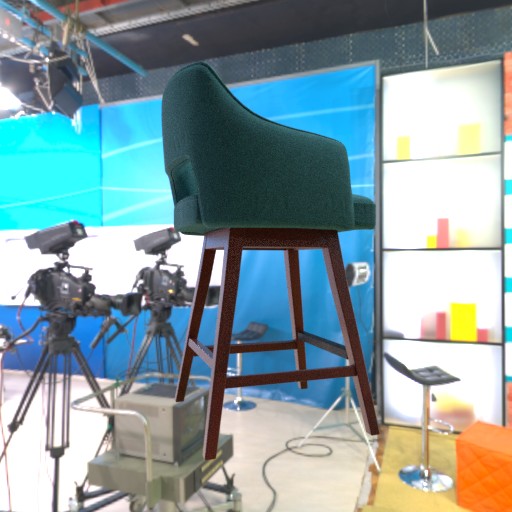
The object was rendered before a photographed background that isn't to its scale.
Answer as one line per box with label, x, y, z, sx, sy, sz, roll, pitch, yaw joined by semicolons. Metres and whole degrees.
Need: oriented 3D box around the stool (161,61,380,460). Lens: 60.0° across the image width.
stool;0.000;0.000;1.328;0.556;0.961;0.548;0;0;-19
